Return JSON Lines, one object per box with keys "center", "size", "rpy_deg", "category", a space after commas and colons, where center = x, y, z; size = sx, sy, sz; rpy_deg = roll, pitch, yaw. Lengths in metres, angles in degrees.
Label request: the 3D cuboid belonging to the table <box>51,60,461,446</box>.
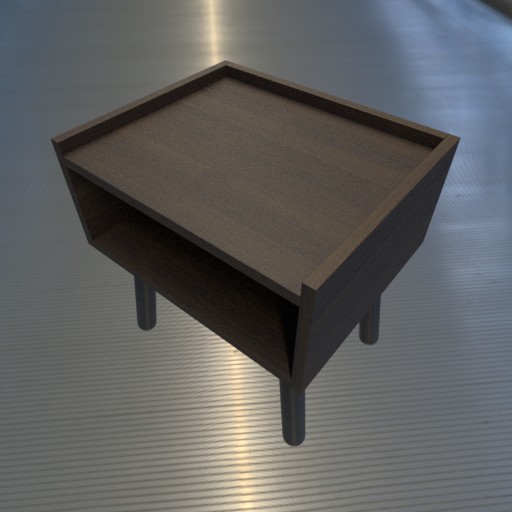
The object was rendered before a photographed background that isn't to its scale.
{"center": [0.000, 0.000, 0.794], "size": [0.450, 0.470, 0.370], "rpy_deg": [30, 52, 27], "category": "table"}
